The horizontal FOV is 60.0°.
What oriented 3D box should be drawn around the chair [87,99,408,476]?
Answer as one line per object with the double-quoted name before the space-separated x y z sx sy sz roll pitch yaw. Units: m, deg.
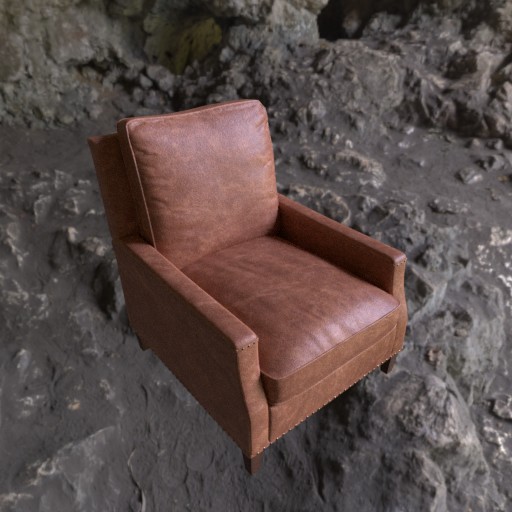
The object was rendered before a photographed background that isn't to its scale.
"chair" 0.000 0.000 1.806 0.854 1.054 1.035 -22 37 -33
